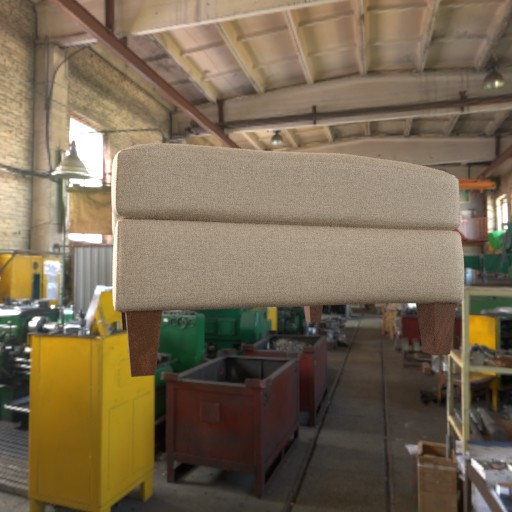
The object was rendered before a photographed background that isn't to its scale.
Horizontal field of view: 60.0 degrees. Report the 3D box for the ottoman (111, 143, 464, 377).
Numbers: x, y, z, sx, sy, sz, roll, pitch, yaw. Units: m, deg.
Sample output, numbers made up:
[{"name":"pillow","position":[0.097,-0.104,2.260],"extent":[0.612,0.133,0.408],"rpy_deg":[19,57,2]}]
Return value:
[{"name":"ottoman","position":[0.000,0.000,1.348],"extent":[0.838,0.503,0.838],"rpy_deg":[1,-2,-18]}]
